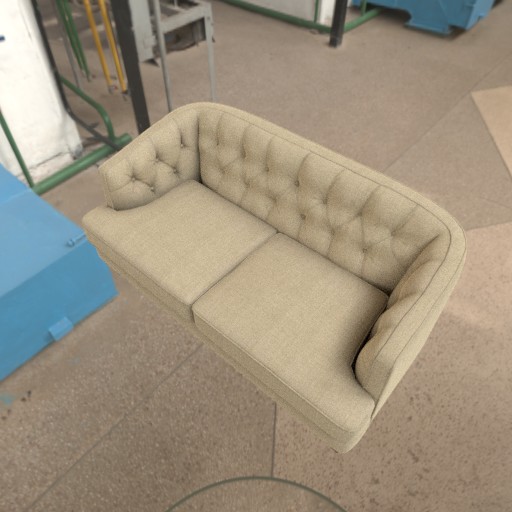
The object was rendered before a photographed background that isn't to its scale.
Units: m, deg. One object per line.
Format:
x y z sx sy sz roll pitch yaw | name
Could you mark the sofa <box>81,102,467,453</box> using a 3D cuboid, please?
0.000 0.000 2.220 1.733 0.855 0.941 33 56 26 | sofa
